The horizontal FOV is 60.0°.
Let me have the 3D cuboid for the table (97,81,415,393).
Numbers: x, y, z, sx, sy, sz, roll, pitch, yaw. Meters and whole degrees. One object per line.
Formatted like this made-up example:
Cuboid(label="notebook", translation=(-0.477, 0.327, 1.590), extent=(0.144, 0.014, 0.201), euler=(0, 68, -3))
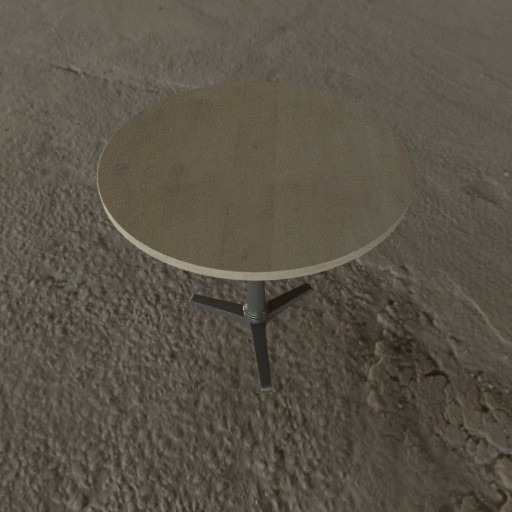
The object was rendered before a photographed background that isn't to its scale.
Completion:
Cuboid(label="table", translation=(0.000, 0.000, 1.434), extent=(0.800, 0.780, 0.800), euler=(0, 48, 0))
